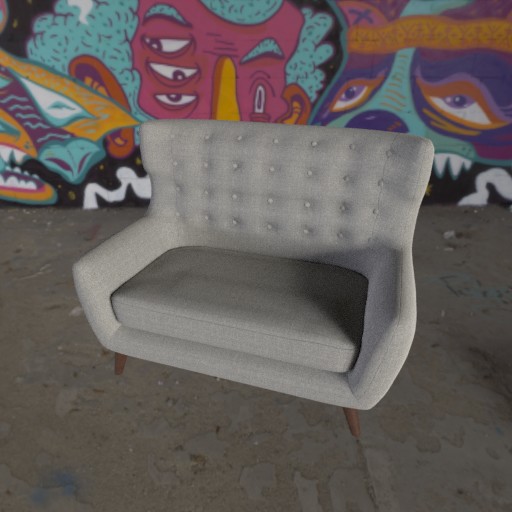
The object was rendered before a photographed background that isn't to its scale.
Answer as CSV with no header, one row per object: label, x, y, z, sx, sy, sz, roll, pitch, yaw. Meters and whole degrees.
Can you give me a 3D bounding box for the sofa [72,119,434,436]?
sofa,0.000,0.000,1.985,1.386,1.028,0.884,9,28,17
